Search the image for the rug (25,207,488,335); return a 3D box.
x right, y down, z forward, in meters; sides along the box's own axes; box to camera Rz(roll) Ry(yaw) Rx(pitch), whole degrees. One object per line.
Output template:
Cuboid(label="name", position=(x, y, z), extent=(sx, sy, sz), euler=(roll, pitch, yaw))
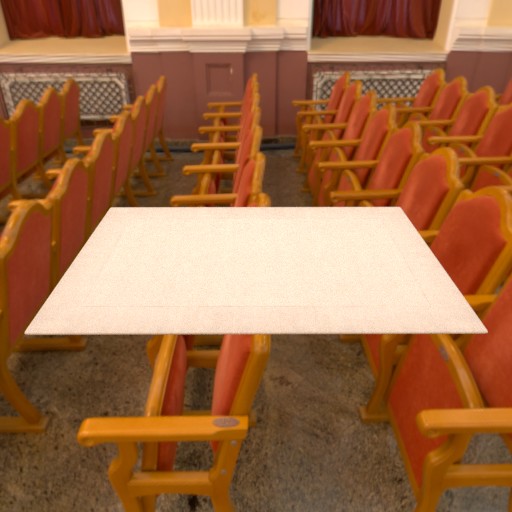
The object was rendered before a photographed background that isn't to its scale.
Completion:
Cuboid(label="rug", position=(0.000, 0.000, 2.270), extent=(1.829, 0.013, 1.219), euler=(0, 30, 0))
